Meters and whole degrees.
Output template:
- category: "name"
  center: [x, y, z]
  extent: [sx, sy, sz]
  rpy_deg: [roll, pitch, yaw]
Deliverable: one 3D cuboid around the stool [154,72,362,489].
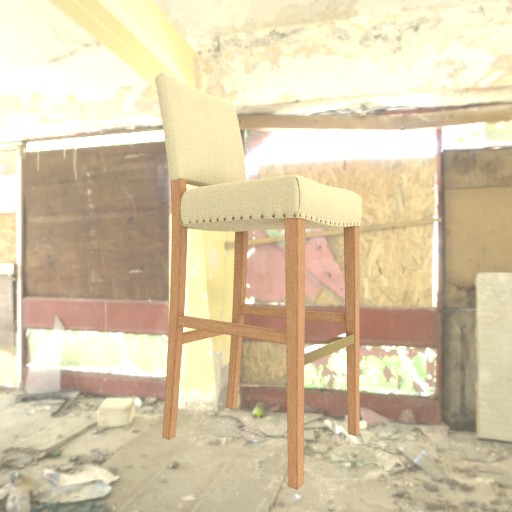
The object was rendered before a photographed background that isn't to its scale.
- category: "stool"
  center: [0.000, 0.000, 1.403]
  extent: [0.546, 1.143, 0.428]
  rpy_deg: [0, 1, 34]
